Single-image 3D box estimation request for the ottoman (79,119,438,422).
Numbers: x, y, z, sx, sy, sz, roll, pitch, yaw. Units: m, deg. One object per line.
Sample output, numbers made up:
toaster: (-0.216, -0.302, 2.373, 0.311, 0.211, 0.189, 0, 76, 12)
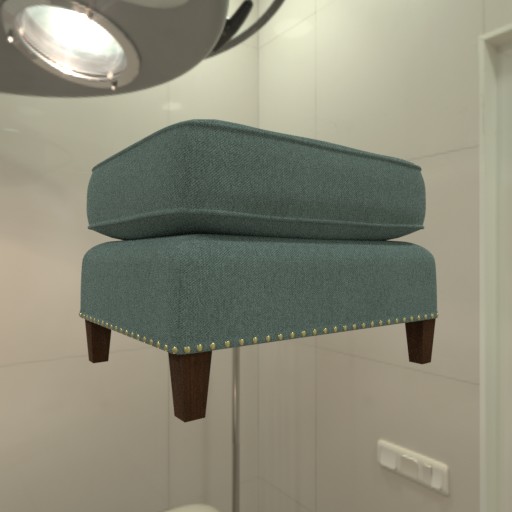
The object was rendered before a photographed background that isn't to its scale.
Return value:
ottoman: (0.000, 0.000, 1.137, 0.738, 0.537, 0.589, 0, 0, -36)
